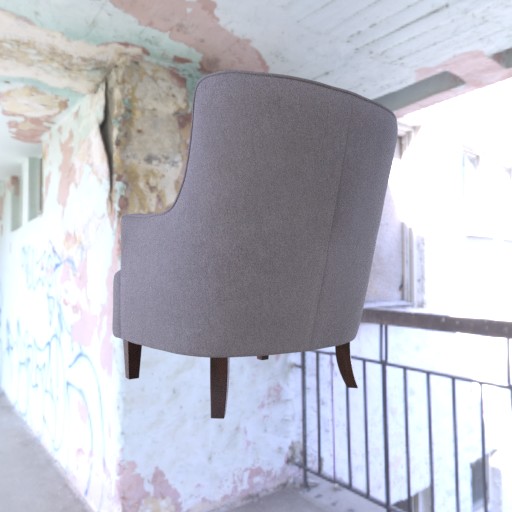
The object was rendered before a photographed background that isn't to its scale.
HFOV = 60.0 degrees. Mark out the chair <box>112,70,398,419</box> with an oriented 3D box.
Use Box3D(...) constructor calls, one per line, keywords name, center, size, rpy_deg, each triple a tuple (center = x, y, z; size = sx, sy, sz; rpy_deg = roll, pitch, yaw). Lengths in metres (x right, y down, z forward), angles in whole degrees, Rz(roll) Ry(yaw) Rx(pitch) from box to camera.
Box3D(name="chair", center=(0.000, 0.000, 1.576), size=(0.781, 0.919, 0.910), rpy_deg=(1, -3, -36))
